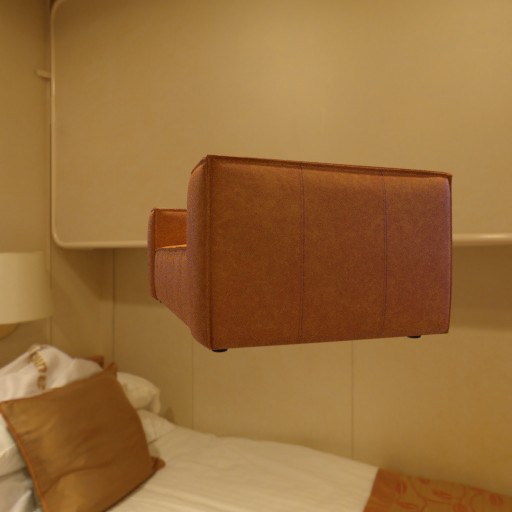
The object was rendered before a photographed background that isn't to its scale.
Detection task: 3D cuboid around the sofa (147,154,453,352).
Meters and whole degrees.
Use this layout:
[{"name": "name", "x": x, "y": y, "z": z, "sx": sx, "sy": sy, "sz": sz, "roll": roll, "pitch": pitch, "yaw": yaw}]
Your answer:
[{"name": "sofa", "x": 0.000, "y": 0.000, "z": 2.610, "sx": 1.102, "sy": 0.703, "sz": 2.088, "roll": 0, "pitch": 0, "yaw": -18}]
